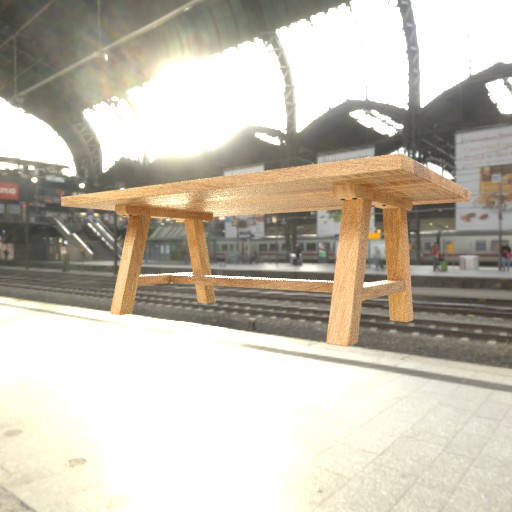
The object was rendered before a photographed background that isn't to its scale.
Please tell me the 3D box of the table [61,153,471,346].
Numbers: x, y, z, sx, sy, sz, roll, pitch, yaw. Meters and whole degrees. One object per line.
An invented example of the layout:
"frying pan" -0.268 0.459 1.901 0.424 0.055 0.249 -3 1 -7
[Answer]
"table" 0.000 0.000 1.642 1.320 0.455 0.760 0 1 36
